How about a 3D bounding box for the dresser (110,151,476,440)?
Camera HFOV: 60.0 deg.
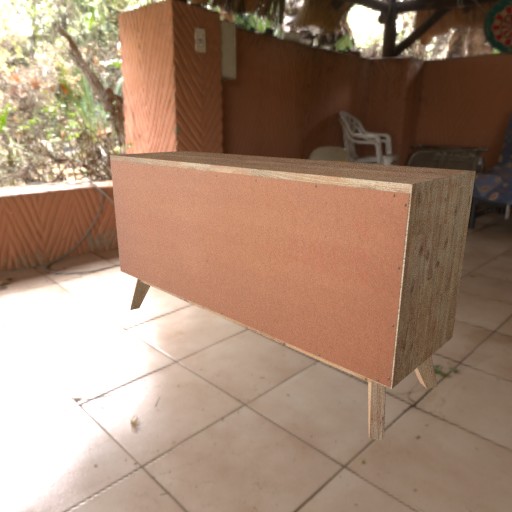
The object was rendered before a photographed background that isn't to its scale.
[{"bbox_3d":[0.000,0.000,1.921,1.554,0.805,0.455,16,23,42],"label":"dresser"}]
